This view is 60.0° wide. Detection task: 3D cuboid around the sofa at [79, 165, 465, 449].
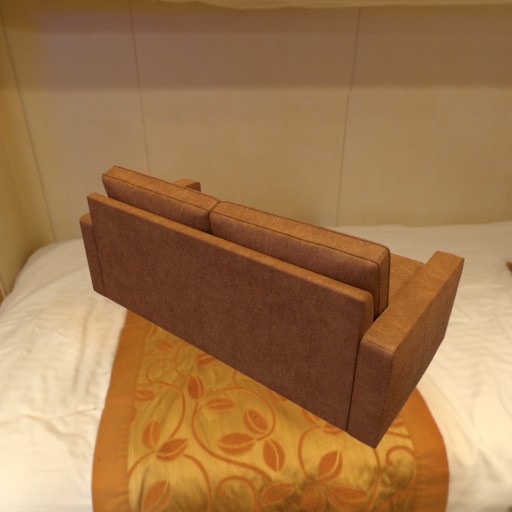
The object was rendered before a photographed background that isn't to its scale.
[{"bbox_3d":[0.000,0.000,2.661,2.156,0.928,0.991,20,35,32],"label":"sofa"}]
